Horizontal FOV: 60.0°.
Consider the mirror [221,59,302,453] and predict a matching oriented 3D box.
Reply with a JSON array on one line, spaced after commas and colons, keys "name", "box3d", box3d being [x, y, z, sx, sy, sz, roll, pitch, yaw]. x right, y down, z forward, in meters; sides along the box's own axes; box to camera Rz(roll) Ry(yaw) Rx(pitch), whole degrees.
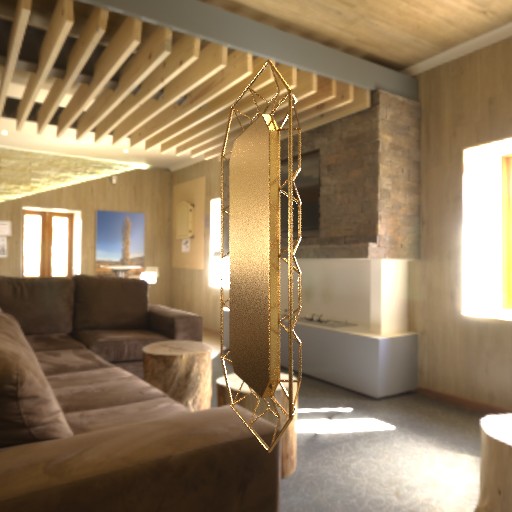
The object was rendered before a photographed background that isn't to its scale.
[{"name": "mirror", "box3d": [0.000, 0.000, 1.137, 0.051, 0.870, 0.572, 0, -1, -18]}]
